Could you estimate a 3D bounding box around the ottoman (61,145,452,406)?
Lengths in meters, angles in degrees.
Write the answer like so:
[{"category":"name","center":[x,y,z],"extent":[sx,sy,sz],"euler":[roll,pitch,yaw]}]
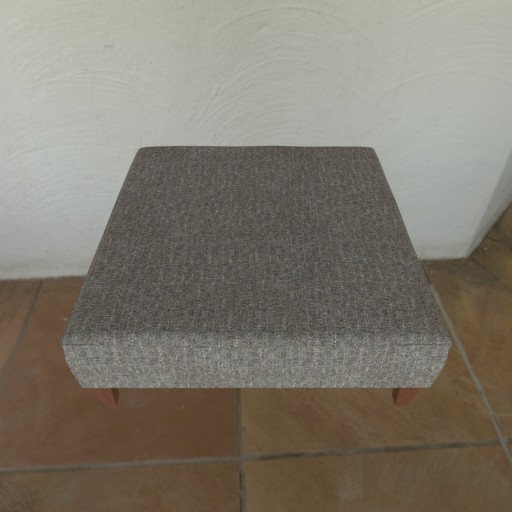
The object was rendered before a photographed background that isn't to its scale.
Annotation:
[{"category":"ottoman","center":[0.000,0.000,1.549],"extent":[0.981,0.379,1.016],"euler":[0,42,0]}]
